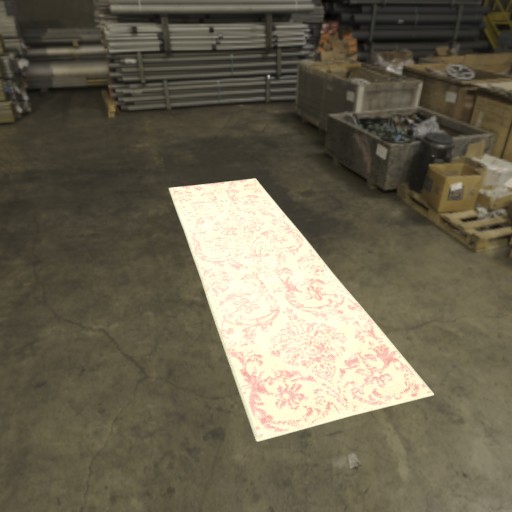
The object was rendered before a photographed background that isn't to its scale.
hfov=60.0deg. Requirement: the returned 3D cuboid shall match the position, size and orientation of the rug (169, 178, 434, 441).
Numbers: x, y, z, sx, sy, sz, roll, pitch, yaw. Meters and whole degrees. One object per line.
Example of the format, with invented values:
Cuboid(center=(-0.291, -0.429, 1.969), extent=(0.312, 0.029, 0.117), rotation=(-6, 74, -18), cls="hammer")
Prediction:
Cuboid(center=(0.000, 0.000, 2.392), extent=(0.662, 0.011, 2.196), rotation=(-9, 32, -14), cls="rug")
